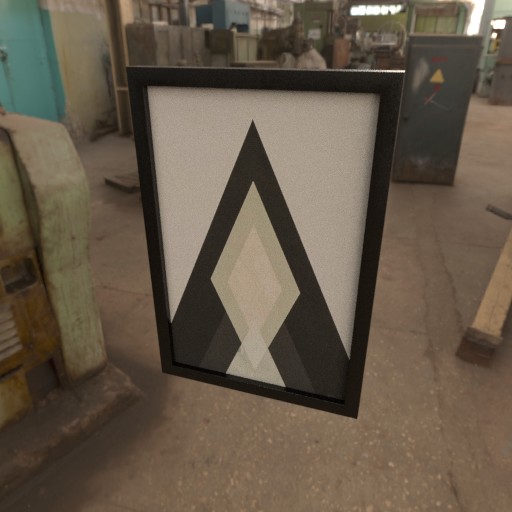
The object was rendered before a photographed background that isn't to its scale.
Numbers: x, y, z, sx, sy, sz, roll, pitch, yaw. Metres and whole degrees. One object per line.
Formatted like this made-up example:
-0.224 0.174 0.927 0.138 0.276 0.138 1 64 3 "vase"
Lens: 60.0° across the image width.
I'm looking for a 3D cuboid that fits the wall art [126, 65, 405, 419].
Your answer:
0.000 0.000 0.586 0.313 0.457 0.031 8 27 16 "wall art"
